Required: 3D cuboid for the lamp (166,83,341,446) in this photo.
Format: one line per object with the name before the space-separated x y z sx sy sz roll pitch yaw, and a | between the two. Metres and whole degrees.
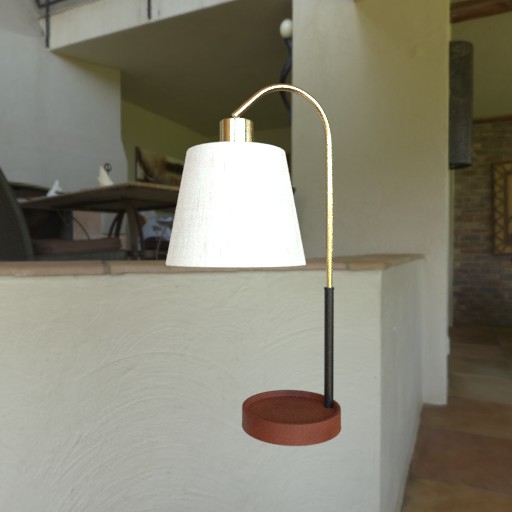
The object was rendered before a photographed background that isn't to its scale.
lamp | 0.000 0.000 0.683 0.273 0.536 0.211 0 1 -17
